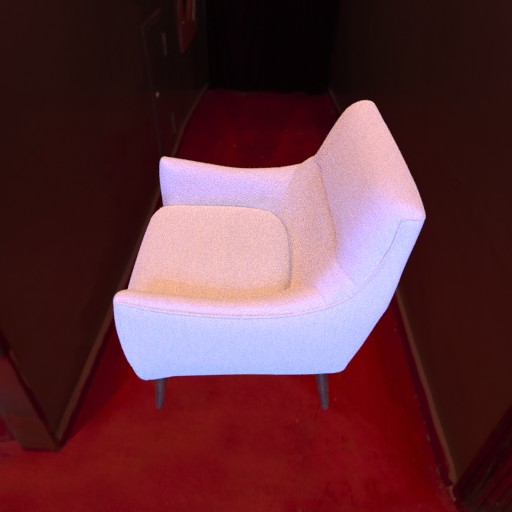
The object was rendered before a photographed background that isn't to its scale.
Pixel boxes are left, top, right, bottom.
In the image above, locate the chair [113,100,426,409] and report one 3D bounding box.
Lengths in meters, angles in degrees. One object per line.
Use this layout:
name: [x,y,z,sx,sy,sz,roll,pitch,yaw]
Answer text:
chair: [0.000,0.000,1.451,0.787,0.838,0.762,0,41,0]
